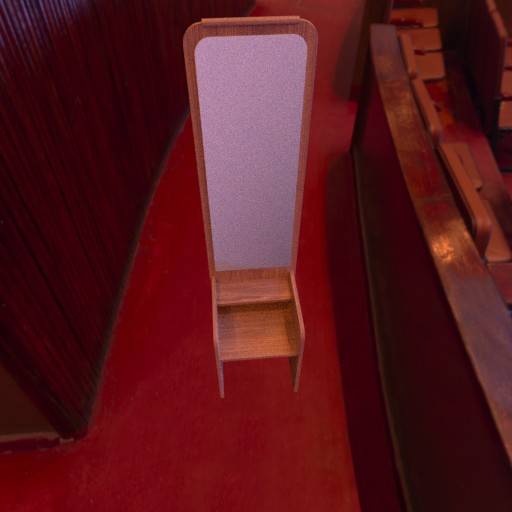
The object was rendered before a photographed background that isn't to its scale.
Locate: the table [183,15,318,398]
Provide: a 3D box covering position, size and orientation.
[{"bbox_3d":[0.000,0.000,1.961,0.450,1.830,0.420,-4,47,-3],"label":"table"}]
